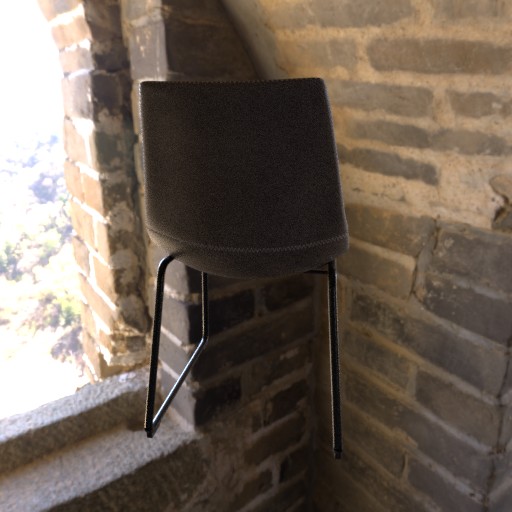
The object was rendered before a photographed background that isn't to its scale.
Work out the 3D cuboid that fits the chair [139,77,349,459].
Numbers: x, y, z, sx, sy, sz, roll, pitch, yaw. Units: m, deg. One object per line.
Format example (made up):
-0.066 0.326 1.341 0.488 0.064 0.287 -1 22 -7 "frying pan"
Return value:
0.000 0.000 1.117 0.460 0.780 0.550 3 16 9 "chair"
